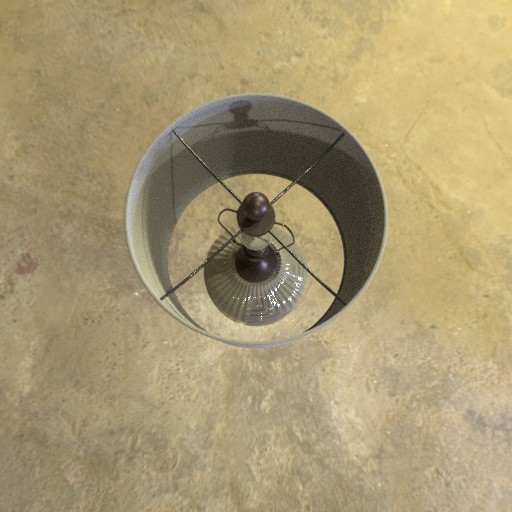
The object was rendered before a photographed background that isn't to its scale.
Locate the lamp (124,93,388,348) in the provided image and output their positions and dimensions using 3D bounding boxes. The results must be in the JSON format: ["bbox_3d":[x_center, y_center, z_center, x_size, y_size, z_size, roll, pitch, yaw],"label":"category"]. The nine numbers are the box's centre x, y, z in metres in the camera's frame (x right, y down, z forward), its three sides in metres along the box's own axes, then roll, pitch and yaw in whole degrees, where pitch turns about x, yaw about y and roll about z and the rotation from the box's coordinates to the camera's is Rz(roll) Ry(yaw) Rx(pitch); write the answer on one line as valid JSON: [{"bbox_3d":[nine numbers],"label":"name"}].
[{"bbox_3d":[0.000,0.000,0.776,0.318,0.567,0.318,0,77,0],"label":"lamp"}]
